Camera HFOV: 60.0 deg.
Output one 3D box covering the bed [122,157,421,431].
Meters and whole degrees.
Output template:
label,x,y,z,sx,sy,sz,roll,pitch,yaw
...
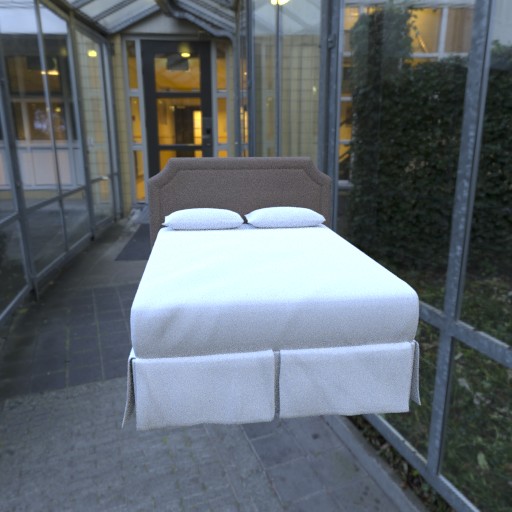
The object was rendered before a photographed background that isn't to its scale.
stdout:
label,x,y,z,sx,sy,sz,roll,pitch,yaw
bed,0.000,0.000,3.189,1.693,1.290,2.116,-2,16,-7
